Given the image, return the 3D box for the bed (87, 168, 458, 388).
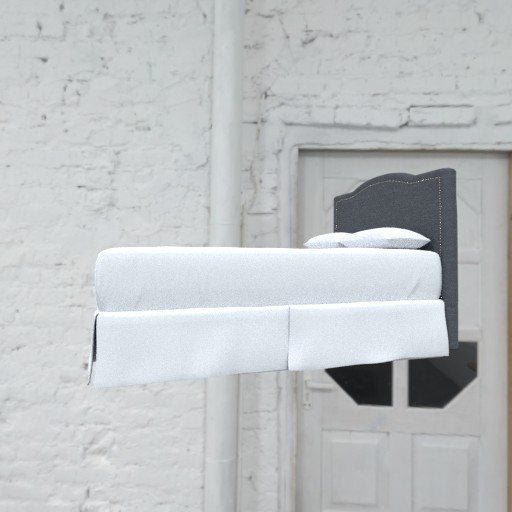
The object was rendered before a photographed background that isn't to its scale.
[{"bbox_3d":[0.000,0.000,3.568,2.507,1.441,1.747,0,0,-18],"label":"bed"}]
